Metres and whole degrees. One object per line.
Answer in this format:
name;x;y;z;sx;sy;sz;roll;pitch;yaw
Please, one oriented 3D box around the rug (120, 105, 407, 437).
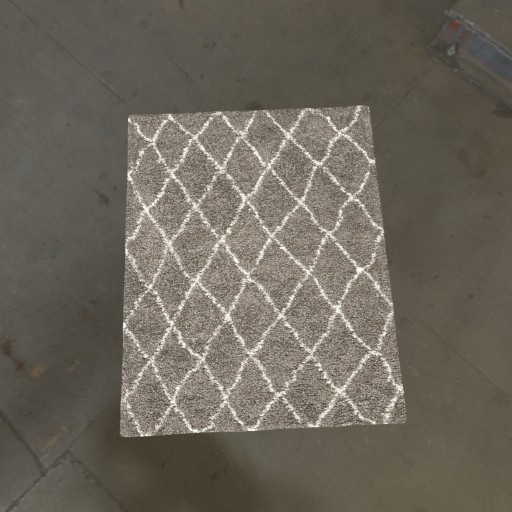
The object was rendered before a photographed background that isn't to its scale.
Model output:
rug;0.000;0.000;4.127;2.438;0.029;3.047;-3;76;-1
